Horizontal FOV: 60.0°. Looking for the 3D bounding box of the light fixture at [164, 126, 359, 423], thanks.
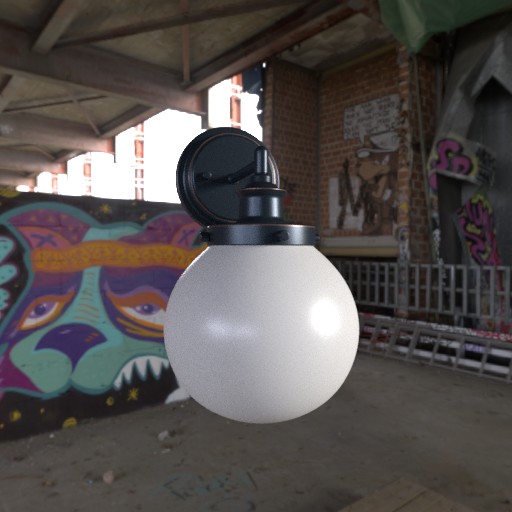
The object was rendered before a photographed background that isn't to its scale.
[{"bbox_3d":[0.000,0.000,0.473,0.197,0.332,0.230,0,0,-19],"label":"light fixture"}]
